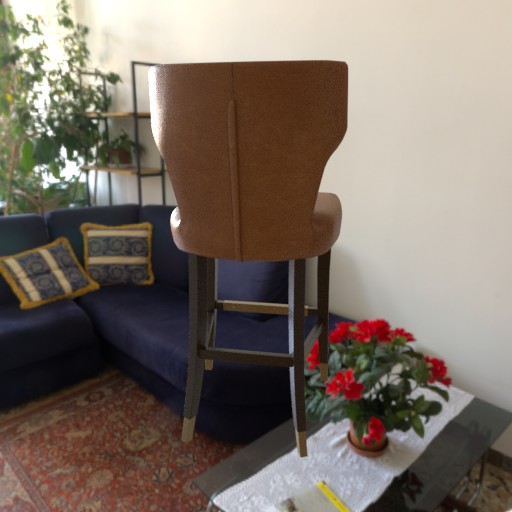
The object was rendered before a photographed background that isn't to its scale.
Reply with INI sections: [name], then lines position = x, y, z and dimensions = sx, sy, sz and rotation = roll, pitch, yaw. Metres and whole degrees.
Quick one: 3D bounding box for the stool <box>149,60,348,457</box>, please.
[stool]
position = 0.000, 0.000, 1.405
dimensions = 0.526, 1.092, 0.563
rotation = 3, 16, 10
